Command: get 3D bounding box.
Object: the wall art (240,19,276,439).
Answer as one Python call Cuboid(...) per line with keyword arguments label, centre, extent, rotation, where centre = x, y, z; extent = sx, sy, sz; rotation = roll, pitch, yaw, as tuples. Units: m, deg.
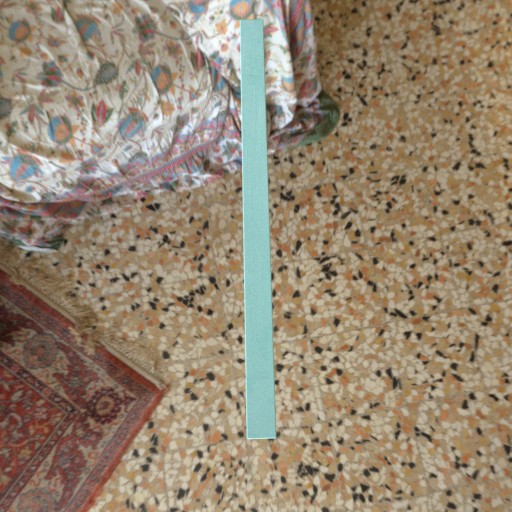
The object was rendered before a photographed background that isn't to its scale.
Cuboid(label="wall art", centre=(0.000, 0.000, 0.902), extent=(0.036, 0.603, 0.603), rotation=(-1, 76, 0))
